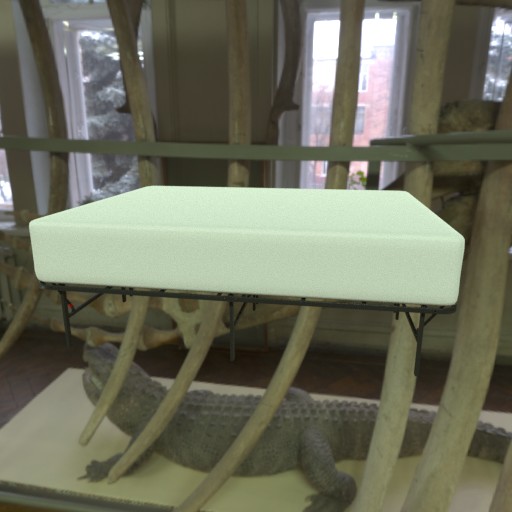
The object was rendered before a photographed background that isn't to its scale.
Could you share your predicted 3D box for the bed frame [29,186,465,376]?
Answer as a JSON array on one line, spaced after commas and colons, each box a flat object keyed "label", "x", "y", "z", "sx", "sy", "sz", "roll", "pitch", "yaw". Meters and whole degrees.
[{"label": "bed frame", "x": 0.000, "y": 0.000, "z": 2.785, "sx": 2.037, "sy": 0.677, "sz": 1.528, "roll": 3, "pitch": 16, "yaw": 9}]
